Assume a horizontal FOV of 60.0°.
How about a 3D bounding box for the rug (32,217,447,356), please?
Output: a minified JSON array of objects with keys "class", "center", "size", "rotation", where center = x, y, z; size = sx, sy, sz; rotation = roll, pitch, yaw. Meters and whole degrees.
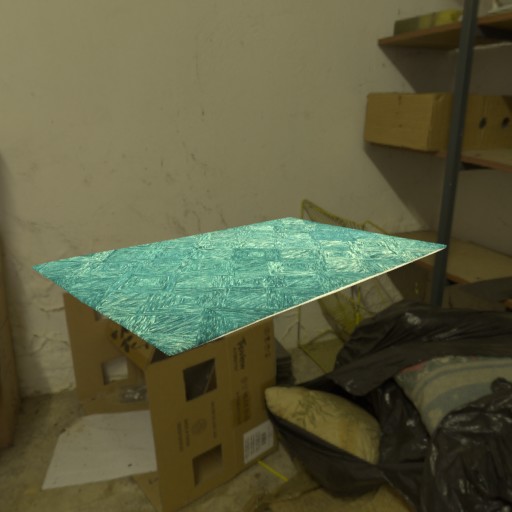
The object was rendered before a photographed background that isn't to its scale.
[{"class":"rug","center":[0.000,0.000,2.164],"size":[1.728,0.017,1.136],"rotation":[-14,21,-42]}]
